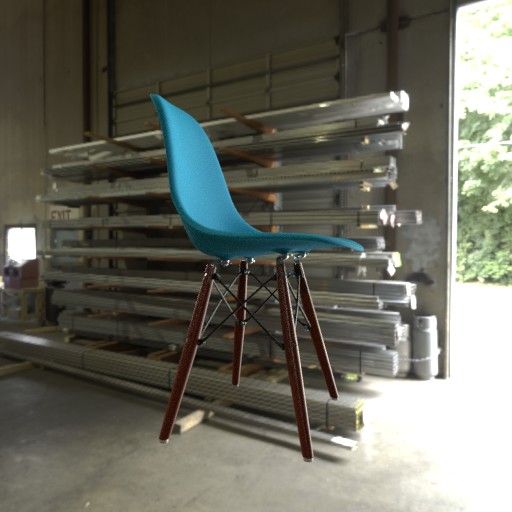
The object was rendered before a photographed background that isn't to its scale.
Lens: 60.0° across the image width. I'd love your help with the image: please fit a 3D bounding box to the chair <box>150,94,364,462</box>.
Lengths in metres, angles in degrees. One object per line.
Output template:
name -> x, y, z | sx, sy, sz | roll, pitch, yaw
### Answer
chair -> 0.000, 0.000, 1.132 | 0.533, 0.826, 0.470 | 0, 1, 18
